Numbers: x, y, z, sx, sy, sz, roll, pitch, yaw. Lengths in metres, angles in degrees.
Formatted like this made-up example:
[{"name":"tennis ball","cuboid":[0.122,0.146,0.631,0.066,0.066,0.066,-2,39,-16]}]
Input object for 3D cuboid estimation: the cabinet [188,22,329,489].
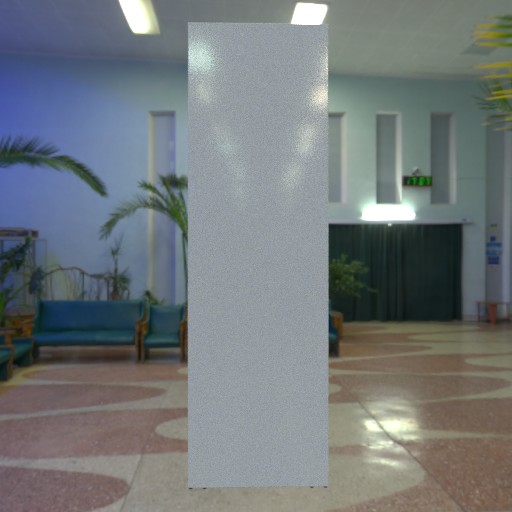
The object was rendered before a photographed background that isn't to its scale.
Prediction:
[{"name":"cabinet","cuboid":[0.000,0.000,2.317,0.580,1.920,0.980,0,0,-1]}]
